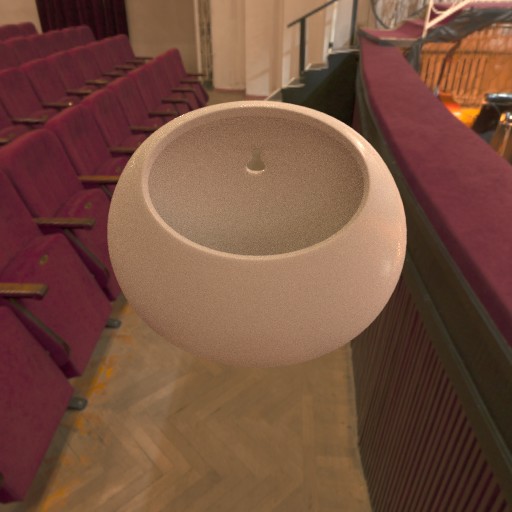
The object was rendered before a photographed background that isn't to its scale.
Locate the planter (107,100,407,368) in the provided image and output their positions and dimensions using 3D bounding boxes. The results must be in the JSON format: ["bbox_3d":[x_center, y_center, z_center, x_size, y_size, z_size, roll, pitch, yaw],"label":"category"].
[{"bbox_3d":[0.000,0.000,0.278,0.185,0.188,0.043,1,31,1],"label":"planter"}]
